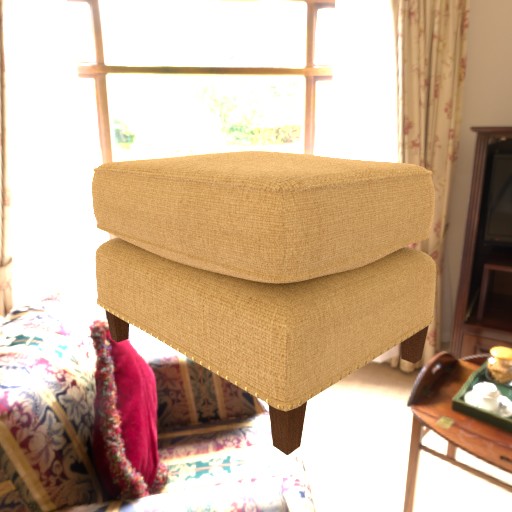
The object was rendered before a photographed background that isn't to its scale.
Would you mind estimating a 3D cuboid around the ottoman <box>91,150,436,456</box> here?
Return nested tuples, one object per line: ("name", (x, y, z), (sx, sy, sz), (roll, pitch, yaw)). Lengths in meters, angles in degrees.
("ottoman", (0.000, 0.000, 1.158), (0.589, 0.537, 0.738), (-14, 20, -42))
